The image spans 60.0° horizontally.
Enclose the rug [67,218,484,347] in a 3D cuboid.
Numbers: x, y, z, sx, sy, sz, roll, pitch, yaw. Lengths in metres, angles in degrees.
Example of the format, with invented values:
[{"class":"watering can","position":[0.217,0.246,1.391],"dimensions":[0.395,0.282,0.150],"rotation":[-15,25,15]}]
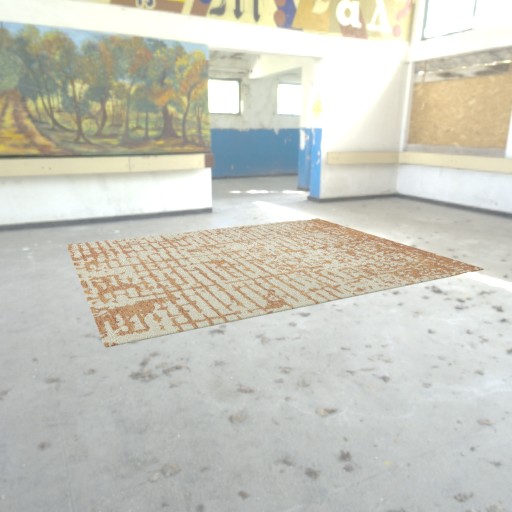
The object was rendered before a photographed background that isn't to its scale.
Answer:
[{"class":"rug","position":[0.000,0.000,4.086],"dimensions":[3.050,0.011,2.441],"rotation":[-8,18,-26]}]
